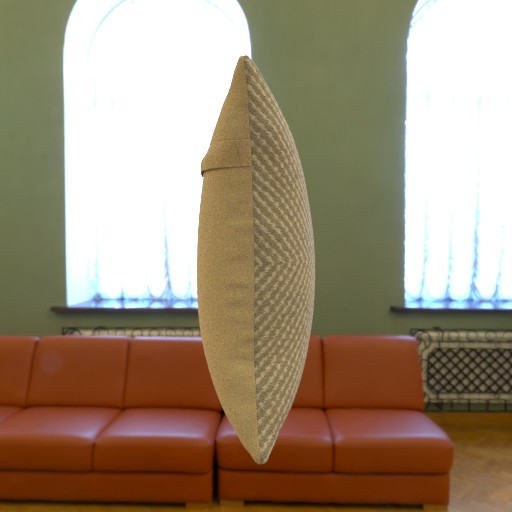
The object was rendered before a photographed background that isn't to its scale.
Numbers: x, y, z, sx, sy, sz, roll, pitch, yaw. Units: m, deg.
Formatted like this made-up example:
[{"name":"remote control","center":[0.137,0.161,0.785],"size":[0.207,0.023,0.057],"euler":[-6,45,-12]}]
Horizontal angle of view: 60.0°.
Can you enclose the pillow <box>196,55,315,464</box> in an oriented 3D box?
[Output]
[{"name":"pillow","center":[0.000,0.000,0.713],"size":[0.181,0.458,0.459],"euler":[0,2,0]}]
